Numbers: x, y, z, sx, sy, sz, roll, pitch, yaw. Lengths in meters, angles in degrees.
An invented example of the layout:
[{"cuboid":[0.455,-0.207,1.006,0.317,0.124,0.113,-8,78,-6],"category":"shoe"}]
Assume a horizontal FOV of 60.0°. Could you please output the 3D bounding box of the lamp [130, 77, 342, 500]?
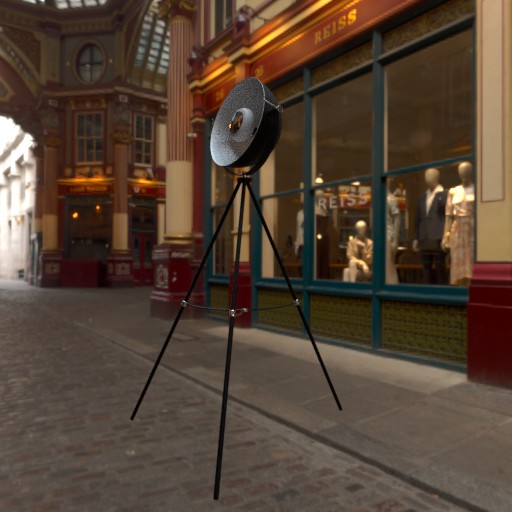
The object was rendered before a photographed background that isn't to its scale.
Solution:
[{"cuboid":[0.000,0.000,1.964,0.920,1.512,0.817,0,0,-37],"category":"lamp"}]
